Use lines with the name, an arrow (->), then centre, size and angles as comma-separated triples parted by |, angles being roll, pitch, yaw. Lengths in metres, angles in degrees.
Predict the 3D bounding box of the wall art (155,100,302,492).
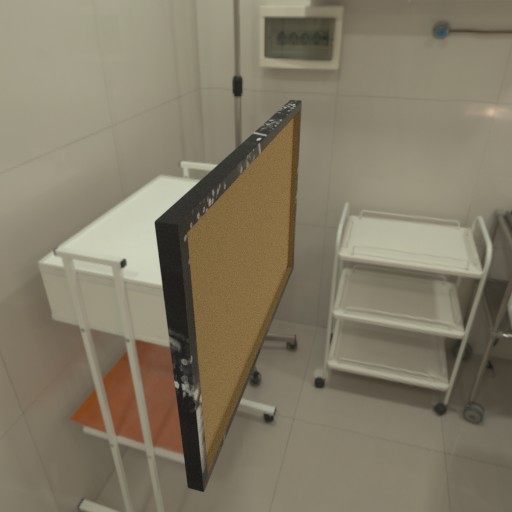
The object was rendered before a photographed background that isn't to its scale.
wall art -> 0.000, 0.000, 1.143 | 0.038, 0.609, 0.914 | 8, 31, 14
